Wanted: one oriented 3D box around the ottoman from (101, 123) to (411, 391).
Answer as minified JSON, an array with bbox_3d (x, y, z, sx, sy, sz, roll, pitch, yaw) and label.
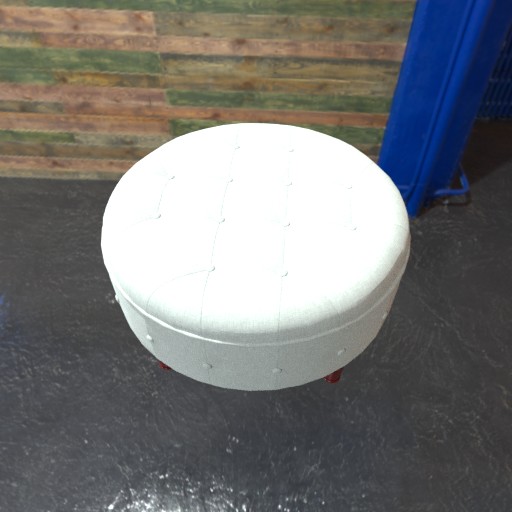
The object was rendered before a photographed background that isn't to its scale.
[{"bbox_3d":[0.000,0.000,1.369,0.850,0.483,0.850,0,47,0],"label":"ottoman"}]
